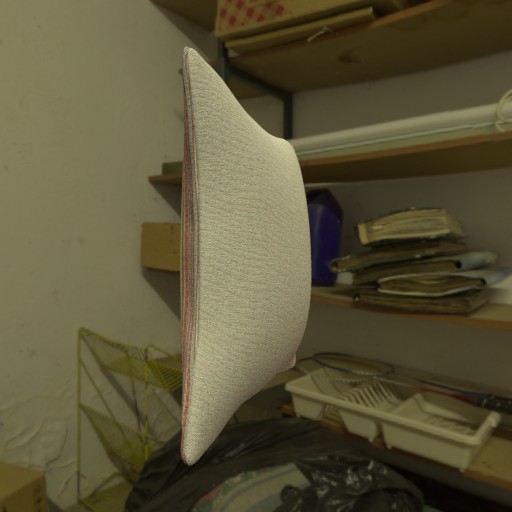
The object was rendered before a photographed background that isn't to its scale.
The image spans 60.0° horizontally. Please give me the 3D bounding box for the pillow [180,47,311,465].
[{"bbox_3d":[0.000,0.000,0.639,0.136,0.419,0.437,0,0,19],"label":"pillow"}]
